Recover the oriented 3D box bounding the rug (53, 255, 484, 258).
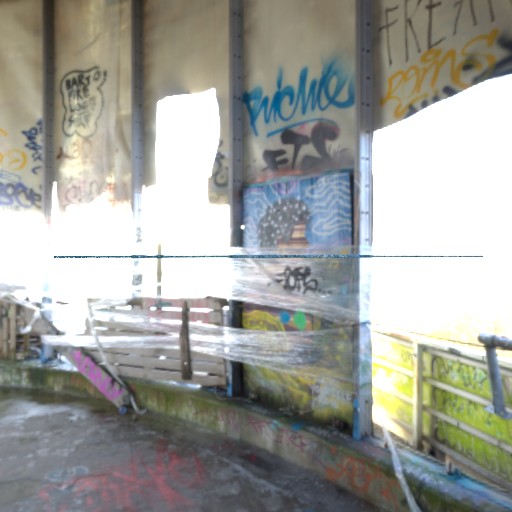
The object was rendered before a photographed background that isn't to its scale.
[{"bbox_3d":[0.000,0.000,2.896,2.277,0.015,1.490,0,0,-19],"label":"rug"}]
